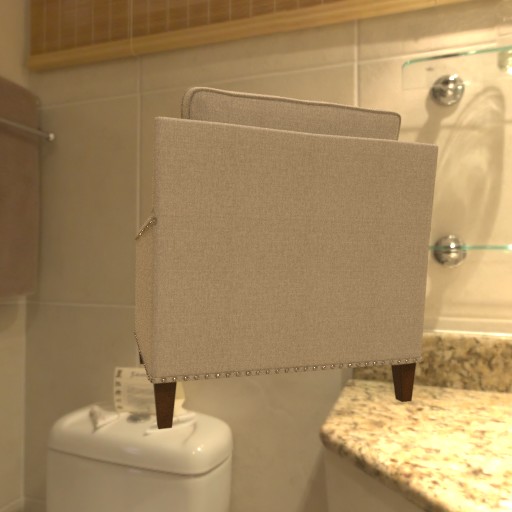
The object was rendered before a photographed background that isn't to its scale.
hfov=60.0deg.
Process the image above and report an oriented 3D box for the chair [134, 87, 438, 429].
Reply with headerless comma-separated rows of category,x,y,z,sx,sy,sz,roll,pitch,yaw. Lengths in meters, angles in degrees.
chair,0.000,0.000,1.683,0.853,0.943,1.014,0,-1,-18
